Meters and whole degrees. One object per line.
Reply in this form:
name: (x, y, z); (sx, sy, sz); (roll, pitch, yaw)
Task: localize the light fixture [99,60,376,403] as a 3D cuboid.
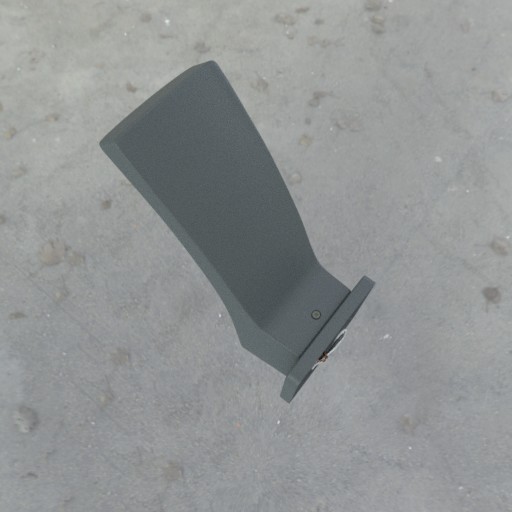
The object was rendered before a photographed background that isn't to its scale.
light fixture: (0.000, 0.000, 0.340); (0.174, 0.243, 0.108); (36, 69, 16)
